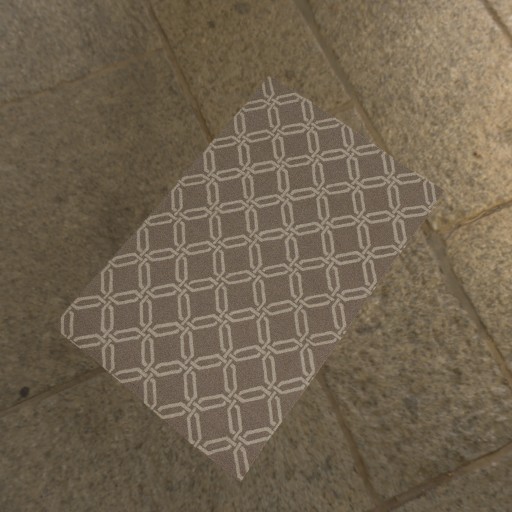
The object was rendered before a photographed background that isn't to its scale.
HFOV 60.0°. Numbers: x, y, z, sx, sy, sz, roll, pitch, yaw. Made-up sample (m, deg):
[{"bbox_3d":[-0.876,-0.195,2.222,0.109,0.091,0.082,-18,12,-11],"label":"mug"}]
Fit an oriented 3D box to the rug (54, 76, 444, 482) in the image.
[{"bbox_3d":[0.000,0.000,2.209,1.142,0.010,1.748,36,79,8],"label":"rug"}]
